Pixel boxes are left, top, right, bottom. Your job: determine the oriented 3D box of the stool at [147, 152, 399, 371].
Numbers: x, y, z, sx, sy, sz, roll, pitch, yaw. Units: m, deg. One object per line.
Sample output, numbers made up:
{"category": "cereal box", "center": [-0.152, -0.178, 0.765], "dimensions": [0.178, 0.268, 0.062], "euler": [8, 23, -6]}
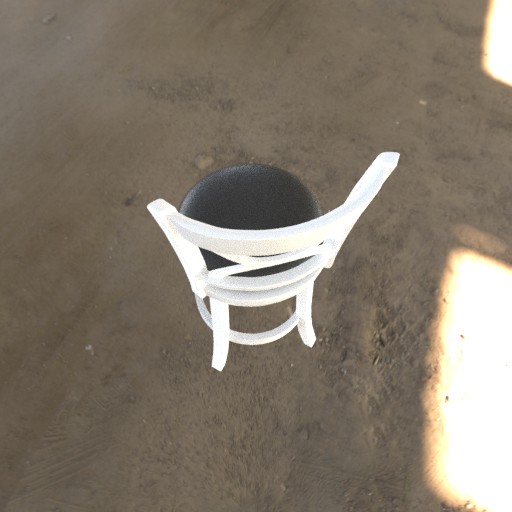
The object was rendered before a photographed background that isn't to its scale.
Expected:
{"category": "stool", "center": [0.000, 0.000, 1.225], "dimensions": [0.444, 0.953, 0.508], "euler": [-13, 59, -8]}
